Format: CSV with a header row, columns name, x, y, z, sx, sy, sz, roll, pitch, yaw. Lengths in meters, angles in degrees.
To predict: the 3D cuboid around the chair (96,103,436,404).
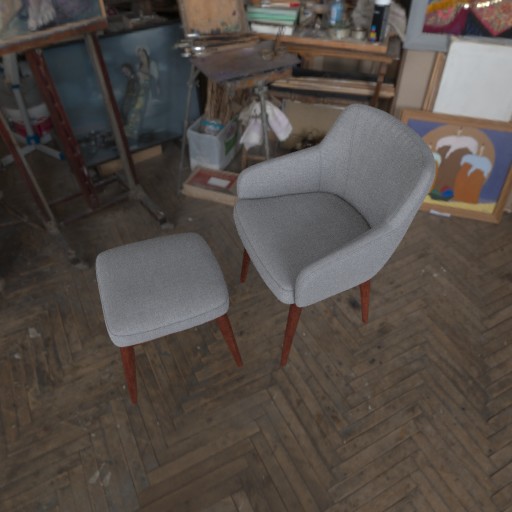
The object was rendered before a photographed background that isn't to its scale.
name,x,y,z,sx,sy,sz,roll,pitch,yaw
chair,0.000,0.000,1.589,1.107,0.799,0.584,-16,48,-15
